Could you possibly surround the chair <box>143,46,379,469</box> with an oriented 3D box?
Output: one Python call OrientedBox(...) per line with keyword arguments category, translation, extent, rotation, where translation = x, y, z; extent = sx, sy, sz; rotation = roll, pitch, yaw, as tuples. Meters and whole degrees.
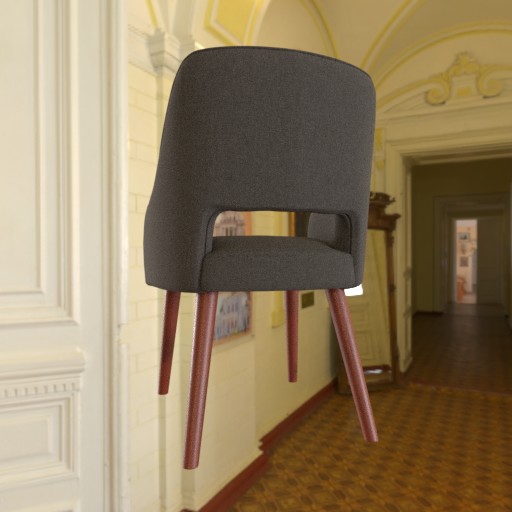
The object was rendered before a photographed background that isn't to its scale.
OrientedBox(category="chair", translation=(0.000, 0.000, 1.156), extent=(0.559, 0.838, 0.560), rotation=(0, 0, -18))
